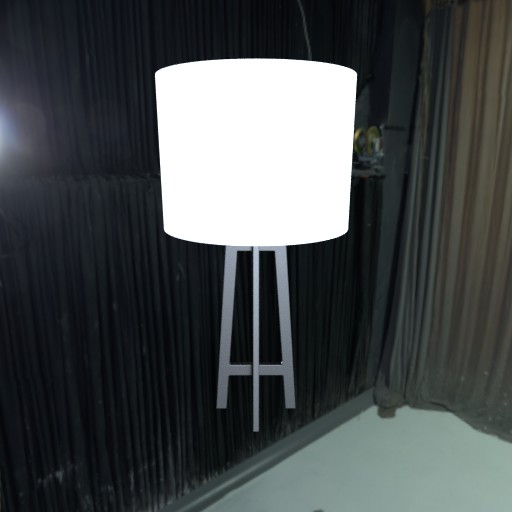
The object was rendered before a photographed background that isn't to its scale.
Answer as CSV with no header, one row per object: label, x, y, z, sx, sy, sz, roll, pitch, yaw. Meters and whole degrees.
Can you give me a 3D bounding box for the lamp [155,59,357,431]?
lamp,0.000,0.000,0.638,0.257,0.489,0.257,14,20,43
